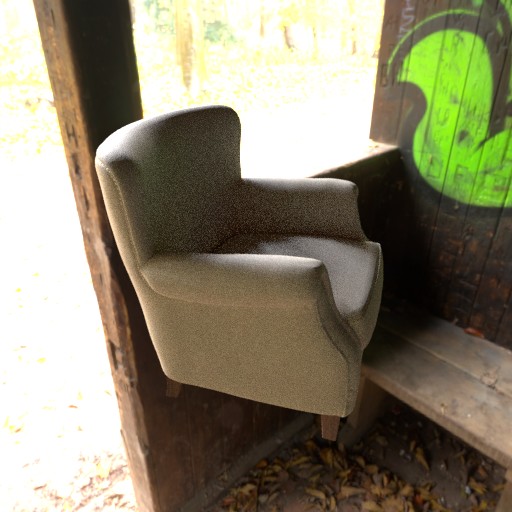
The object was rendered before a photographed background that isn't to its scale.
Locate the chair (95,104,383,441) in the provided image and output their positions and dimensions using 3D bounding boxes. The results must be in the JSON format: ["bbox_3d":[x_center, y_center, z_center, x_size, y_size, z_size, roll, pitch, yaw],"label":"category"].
[{"bbox_3d":[0.000,0.000,1.632,0.921,0.936,0.861,9,30,17],"label":"chair"}]
